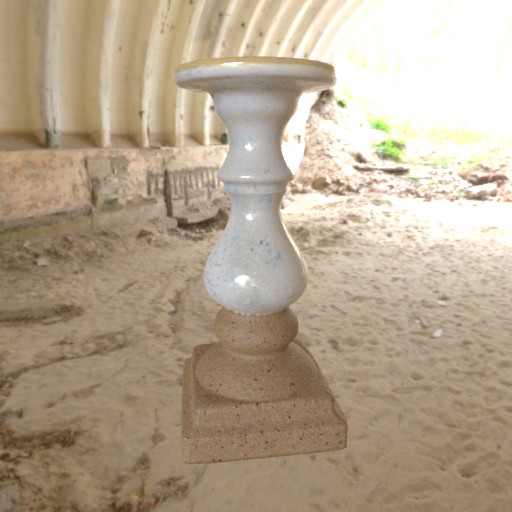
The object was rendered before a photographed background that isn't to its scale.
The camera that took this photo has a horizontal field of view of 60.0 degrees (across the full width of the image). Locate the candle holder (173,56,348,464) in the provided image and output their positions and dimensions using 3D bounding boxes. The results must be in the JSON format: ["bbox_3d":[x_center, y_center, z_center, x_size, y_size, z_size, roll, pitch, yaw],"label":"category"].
[{"bbox_3d":[0.000,0.000,0.306,0.110,0.239,0.110,-2,15,-8],"label":"candle holder"}]
